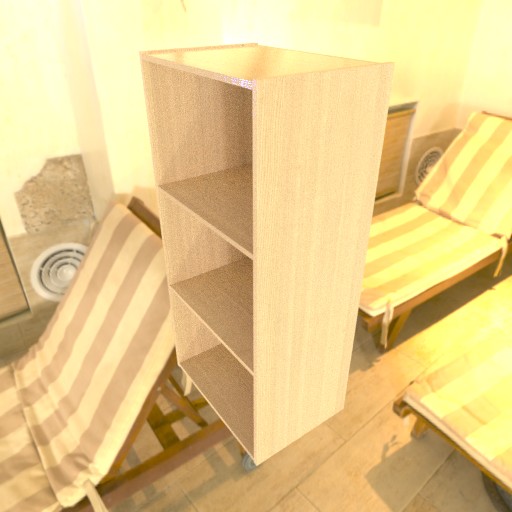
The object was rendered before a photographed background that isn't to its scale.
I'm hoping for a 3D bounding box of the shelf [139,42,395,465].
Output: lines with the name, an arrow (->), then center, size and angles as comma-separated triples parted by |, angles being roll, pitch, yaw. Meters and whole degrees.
shelf -> 0.000, 0.000, 1.059 | 0.292, 0.876, 0.417 | -20, 37, -30
